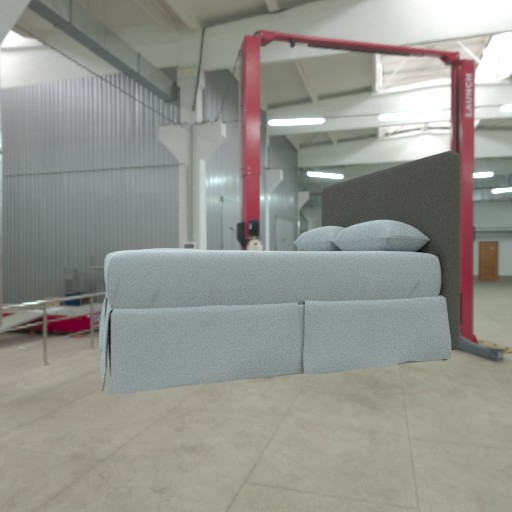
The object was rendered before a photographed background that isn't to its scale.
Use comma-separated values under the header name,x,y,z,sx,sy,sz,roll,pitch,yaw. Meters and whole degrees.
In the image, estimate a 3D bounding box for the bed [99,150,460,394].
name,x,y,z,sx,sy,sz,roll,pitch,yaw
bed,0.000,0.000,3.202,2.142,1.330,1.748,0,0,-19
